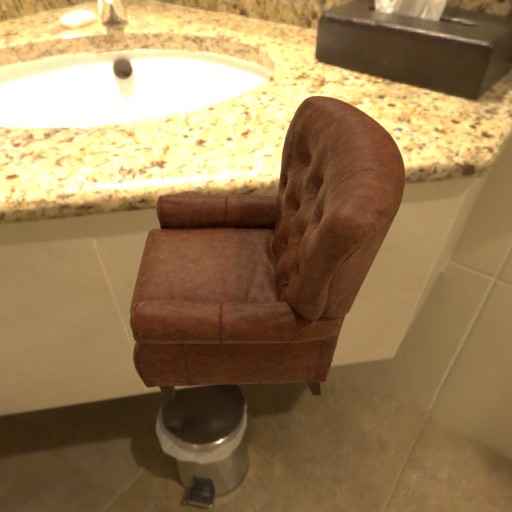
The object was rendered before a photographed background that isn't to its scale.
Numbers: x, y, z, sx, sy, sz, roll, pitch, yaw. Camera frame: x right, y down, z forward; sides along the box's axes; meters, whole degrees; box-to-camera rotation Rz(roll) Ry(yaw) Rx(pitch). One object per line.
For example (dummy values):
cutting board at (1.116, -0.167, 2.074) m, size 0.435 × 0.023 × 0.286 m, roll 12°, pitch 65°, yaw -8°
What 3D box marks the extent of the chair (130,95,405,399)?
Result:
chair at (0.000, 0.000, 1.954) m, size 1.059 × 1.164 × 0.951 m, roll -1°, pitch 42°, yaw -1°
